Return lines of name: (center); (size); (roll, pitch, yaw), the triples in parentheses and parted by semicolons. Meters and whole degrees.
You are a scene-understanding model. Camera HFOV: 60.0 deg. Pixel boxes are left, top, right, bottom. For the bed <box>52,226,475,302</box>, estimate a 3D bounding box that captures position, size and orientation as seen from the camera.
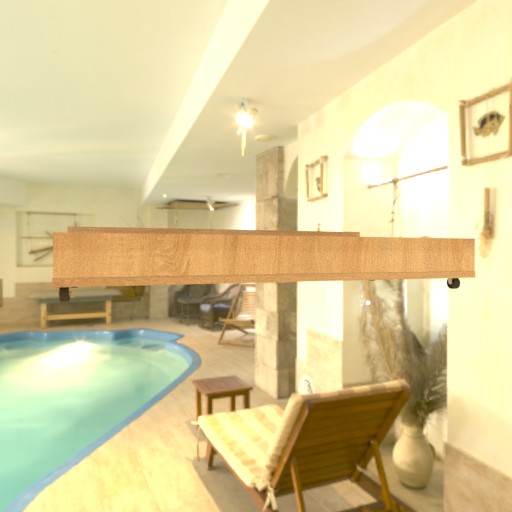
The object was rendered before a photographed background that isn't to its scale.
bed: (0.000, 0.000, 1.483); (1.200, 0.209, 0.685); (0, 0, -20)
